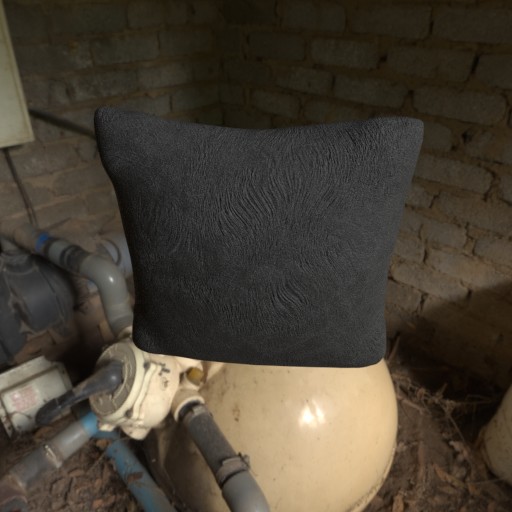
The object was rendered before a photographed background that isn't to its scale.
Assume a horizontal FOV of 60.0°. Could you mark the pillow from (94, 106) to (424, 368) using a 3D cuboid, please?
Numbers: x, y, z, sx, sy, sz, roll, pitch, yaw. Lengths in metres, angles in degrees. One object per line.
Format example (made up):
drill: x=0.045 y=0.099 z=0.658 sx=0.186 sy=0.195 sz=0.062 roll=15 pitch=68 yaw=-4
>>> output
pillow: x=0.000 y=0.000 z=0.814 sx=0.533 sy=0.523 sz=0.210 roll=2 pitch=32 yaw=4
